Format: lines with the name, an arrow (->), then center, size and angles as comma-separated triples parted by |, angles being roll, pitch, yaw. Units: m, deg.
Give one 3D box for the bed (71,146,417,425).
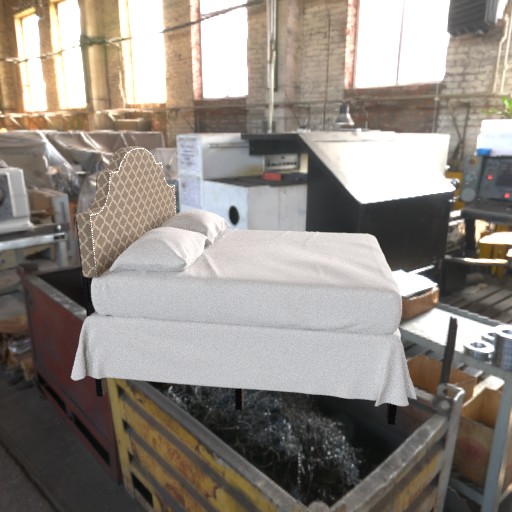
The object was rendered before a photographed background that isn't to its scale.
bed -> 0.000, 0.000, 3.417 | 2.222, 1.633, 1.780 | 2, 16, 9
